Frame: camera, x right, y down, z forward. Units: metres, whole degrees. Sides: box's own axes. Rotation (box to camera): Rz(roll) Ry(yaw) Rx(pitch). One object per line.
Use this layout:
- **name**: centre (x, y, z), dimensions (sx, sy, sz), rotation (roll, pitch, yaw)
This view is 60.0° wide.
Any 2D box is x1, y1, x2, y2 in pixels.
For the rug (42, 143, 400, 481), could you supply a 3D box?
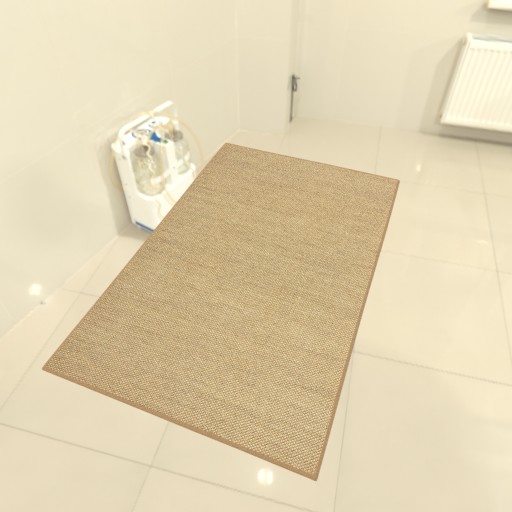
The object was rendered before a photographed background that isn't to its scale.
- **rug**: centre (0.000, 0.000, 2.043), dimensions (1.061, 0.012, 1.668), rotation (16, 48, 15)
